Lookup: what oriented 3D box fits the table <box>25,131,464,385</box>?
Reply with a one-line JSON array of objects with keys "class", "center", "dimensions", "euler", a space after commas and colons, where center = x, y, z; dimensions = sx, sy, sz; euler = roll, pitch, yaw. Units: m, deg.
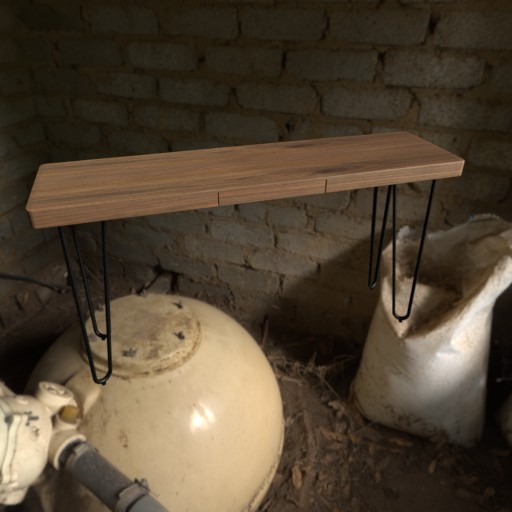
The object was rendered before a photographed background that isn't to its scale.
[{"class": "table", "center": [0.000, 0.000, 1.902], "dimensions": [1.570, 0.834, 0.425], "euler": [-9, 33, -14]}]
